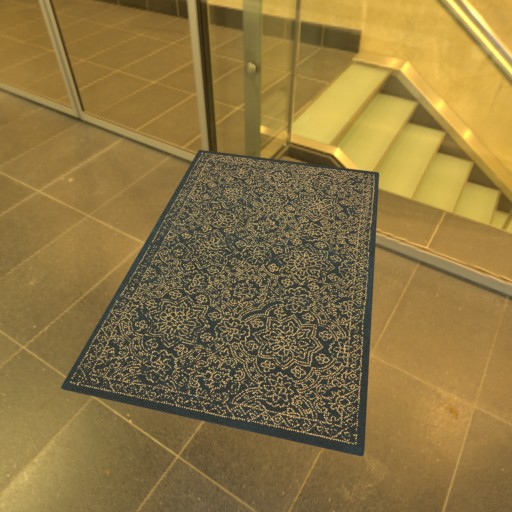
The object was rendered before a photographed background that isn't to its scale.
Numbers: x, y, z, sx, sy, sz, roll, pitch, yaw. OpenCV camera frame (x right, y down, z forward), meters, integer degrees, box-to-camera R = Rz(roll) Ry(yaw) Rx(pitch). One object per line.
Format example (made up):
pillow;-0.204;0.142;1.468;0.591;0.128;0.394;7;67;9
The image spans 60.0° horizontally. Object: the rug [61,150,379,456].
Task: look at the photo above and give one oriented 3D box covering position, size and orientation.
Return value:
rug;0.000;0.000;2.332;1.219;0.010;1.829;9;46;9
